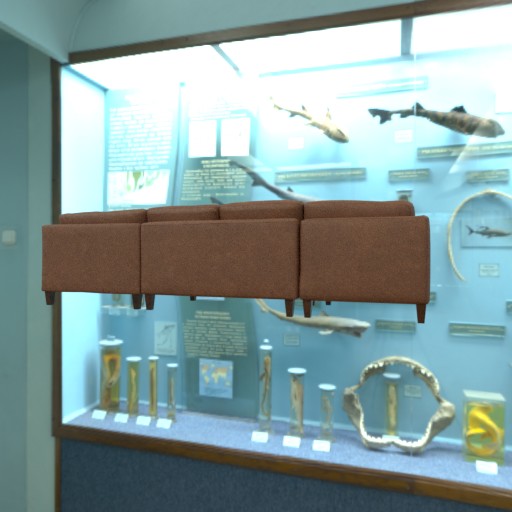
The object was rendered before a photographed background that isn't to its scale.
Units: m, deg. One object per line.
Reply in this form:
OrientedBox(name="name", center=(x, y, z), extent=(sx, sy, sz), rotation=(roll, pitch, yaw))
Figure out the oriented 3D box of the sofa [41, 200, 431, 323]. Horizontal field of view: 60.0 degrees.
OrientedBox(name="sofa", center=(0.000, 0.000, 4.810), extent=(3.460, 0.923, 2.593), rotation=(0, 0, 20))
